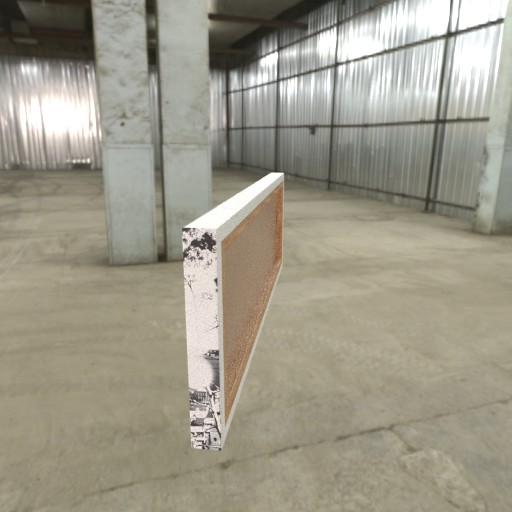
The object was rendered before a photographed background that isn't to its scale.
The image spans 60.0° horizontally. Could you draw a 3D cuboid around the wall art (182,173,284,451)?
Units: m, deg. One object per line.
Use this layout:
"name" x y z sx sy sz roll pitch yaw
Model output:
"wall art" 0.000 0.000 0.838 0.036 0.256 0.766 2 15 8
